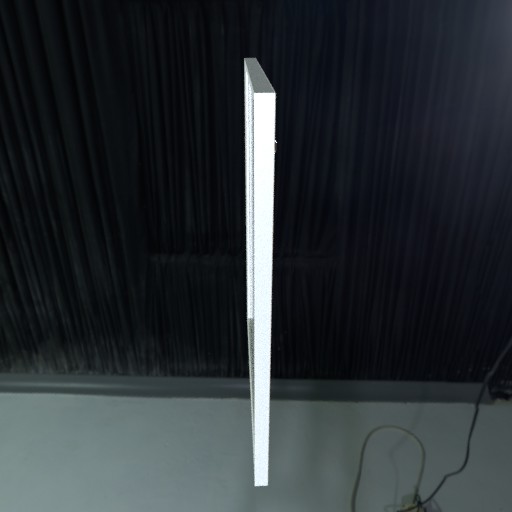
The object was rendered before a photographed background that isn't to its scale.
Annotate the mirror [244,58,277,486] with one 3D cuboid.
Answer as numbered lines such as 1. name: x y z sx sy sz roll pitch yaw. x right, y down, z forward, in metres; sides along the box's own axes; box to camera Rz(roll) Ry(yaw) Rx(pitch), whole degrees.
1. mirror: 0.000 0.000 1.307 0.040 1.016 0.762 -1 28 -2
